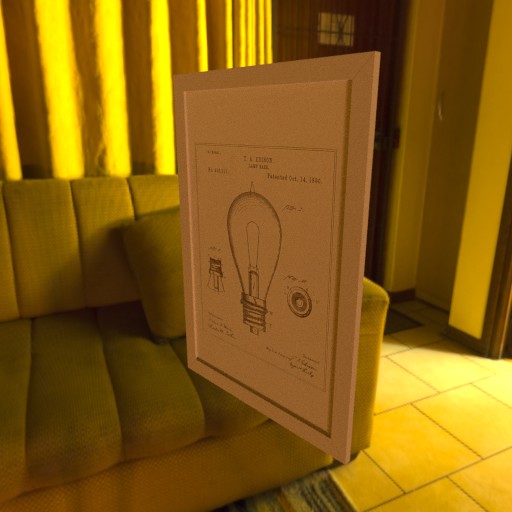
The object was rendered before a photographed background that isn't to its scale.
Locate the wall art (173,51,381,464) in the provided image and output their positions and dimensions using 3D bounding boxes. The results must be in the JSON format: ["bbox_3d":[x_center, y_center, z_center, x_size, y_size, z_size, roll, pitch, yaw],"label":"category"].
[{"bbox_3d":[0.000,0.000,0.598,0.325,0.474,0.010,16,23,42],"label":"wall art"}]
